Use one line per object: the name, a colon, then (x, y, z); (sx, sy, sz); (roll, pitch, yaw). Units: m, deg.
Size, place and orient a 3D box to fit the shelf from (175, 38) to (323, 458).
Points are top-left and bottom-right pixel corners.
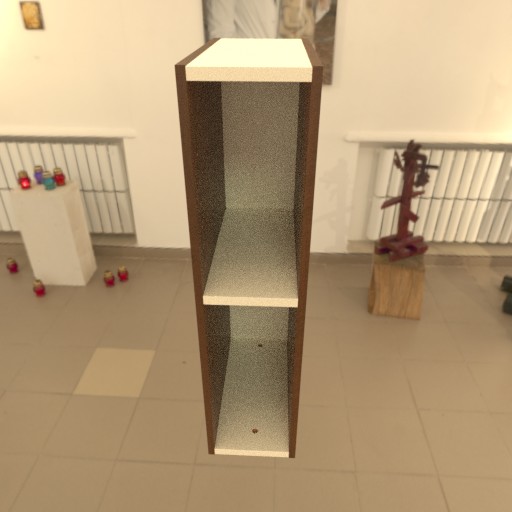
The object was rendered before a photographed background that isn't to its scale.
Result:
shelf: (0.000, 0.000, 0.704); (0.147, 0.600, 0.290); (1, 31, 3)
